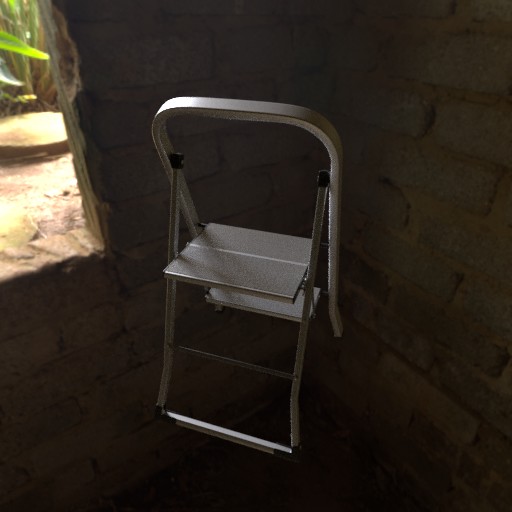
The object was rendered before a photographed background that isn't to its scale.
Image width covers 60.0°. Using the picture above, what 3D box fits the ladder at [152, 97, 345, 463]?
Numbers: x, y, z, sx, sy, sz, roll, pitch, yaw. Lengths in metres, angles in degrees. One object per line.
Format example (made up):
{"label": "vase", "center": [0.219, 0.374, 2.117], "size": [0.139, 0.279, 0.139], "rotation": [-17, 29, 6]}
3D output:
{"label": "ladder", "center": [0.000, 0.000, 1.159], "size": [0.465, 0.830, 0.530], "rotation": [10, 32, 16]}
